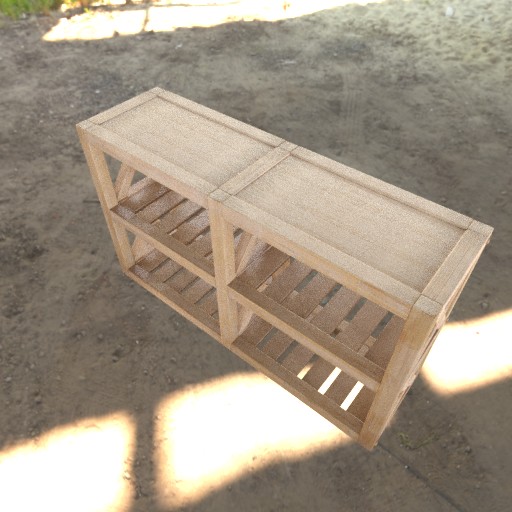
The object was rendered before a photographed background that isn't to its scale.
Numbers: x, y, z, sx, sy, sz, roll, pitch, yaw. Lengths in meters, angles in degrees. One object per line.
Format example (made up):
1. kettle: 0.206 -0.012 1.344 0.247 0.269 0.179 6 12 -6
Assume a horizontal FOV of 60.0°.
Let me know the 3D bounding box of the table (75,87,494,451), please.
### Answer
1. table: 0.000 0.000 1.624 1.320 0.762 0.381 30 53 26
